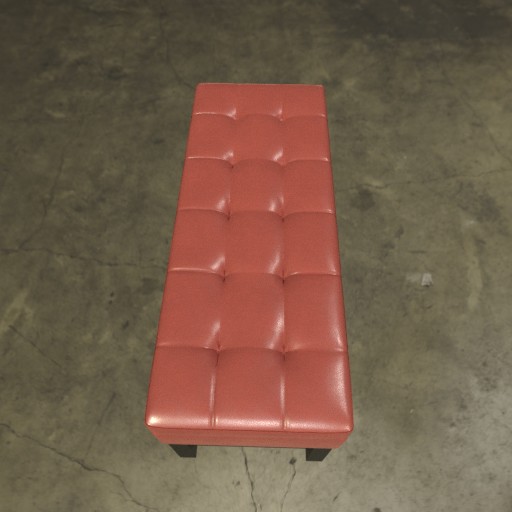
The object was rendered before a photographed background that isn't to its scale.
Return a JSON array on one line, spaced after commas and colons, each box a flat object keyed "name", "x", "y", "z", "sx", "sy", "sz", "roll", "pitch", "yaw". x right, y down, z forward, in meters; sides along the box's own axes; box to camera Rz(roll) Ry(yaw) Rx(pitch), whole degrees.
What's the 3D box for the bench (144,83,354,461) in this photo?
[{"name": "bench", "x": 0.000, "y": 0.000, "z": 1.355, "sx": 0.432, "sy": 0.460, "sz": 1.105, "roll": 1, "pitch": 57, "yaw": 1}]
